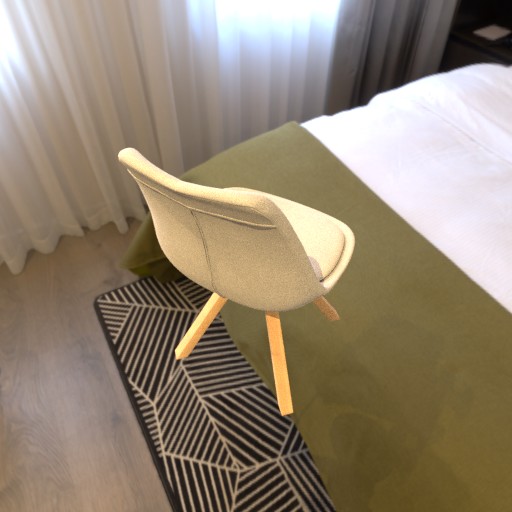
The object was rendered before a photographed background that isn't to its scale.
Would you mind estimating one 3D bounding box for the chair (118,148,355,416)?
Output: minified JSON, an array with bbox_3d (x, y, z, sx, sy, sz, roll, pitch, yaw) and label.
[{"bbox_3d":[0.000,0.000,1.201,0.474,0.863,0.549,23,51,20],"label":"chair"}]
